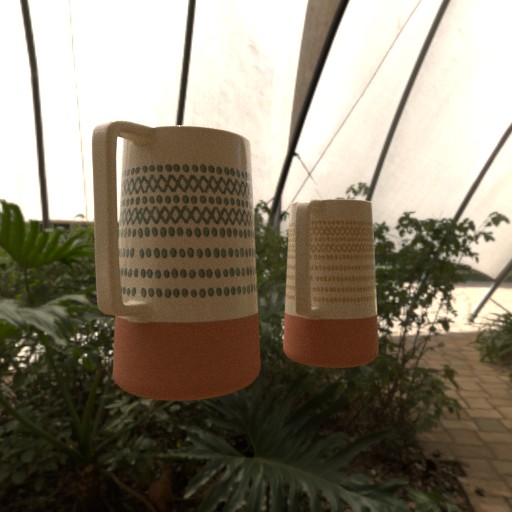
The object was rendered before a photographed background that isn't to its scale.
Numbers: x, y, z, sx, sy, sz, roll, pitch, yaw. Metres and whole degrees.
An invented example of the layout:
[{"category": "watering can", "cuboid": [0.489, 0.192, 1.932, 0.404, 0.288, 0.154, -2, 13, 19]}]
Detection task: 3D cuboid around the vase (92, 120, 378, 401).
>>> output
[{"category": "vase", "cuboid": [0.000, 0.000, 0.473, 0.326, 0.247, 0.168, 0, 1, -19]}]
